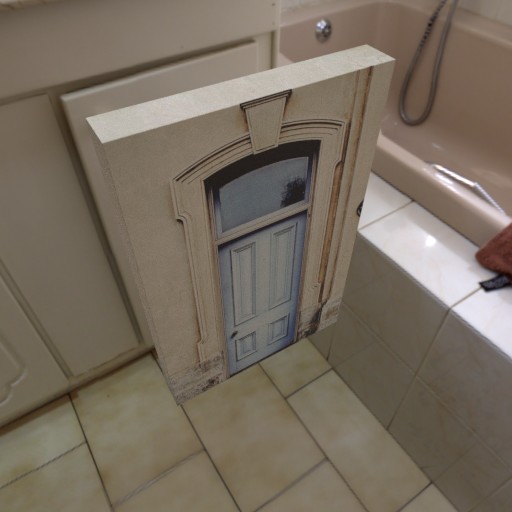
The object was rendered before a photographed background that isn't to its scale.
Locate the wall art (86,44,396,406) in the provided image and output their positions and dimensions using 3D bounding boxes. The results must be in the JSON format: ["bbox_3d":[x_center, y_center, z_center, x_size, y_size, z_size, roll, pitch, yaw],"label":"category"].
[{"bbox_3d":[0.000,0.000,0.480,0.254,0.381,0.038,-23,51,-21],"label":"wall art"}]
